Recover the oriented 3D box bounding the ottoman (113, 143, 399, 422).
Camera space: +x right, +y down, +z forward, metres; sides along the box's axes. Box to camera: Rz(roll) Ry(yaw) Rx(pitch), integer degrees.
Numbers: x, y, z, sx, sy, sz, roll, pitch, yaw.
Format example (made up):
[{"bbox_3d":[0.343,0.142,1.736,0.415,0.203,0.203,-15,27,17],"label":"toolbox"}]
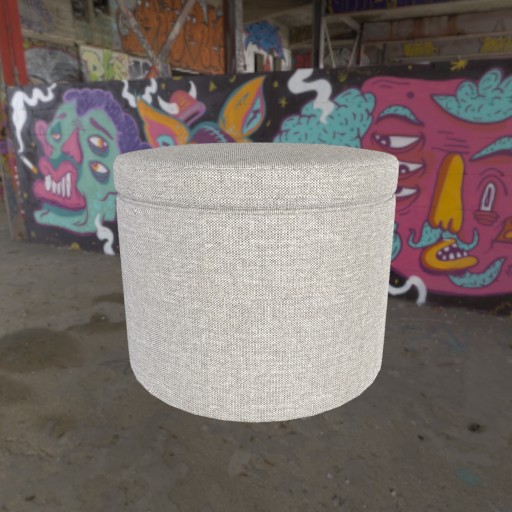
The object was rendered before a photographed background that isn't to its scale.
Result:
[{"bbox_3d":[0.000,0.000,0.857,0.500,0.419,0.500,0,16,0],"label":"ottoman"}]
